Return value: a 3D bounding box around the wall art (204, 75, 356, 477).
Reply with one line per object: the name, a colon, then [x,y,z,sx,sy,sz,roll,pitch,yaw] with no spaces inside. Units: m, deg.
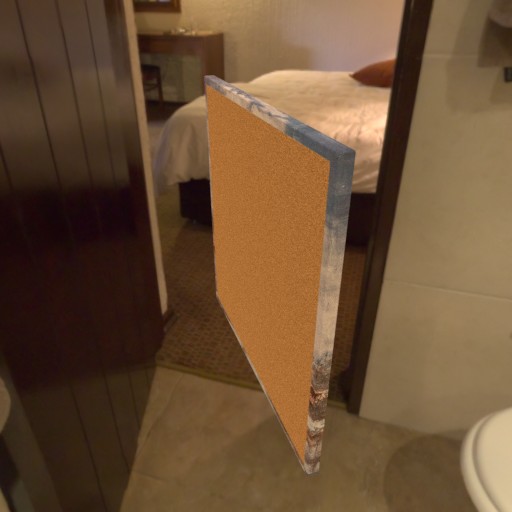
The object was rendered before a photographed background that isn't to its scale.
wall art: [0.000,0.000,1.335,0.035,0.897,0.888,-11,32,-18]
